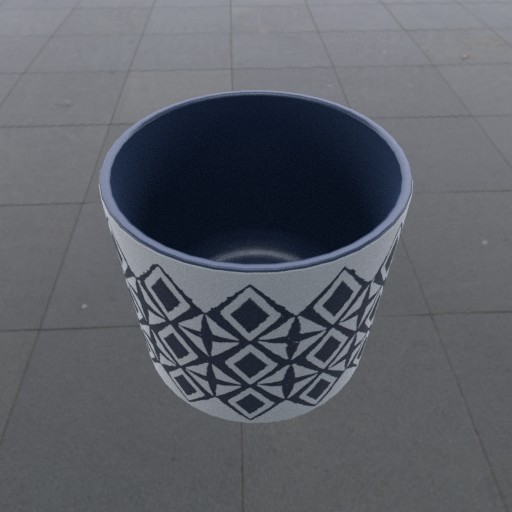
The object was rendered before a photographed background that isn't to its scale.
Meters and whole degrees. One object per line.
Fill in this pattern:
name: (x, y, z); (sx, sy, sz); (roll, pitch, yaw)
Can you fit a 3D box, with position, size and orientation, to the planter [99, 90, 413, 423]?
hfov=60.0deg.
planter: (0.000, 0.000, 0.395); (0.224, 0.203, 0.224); (0, 46, 0)
